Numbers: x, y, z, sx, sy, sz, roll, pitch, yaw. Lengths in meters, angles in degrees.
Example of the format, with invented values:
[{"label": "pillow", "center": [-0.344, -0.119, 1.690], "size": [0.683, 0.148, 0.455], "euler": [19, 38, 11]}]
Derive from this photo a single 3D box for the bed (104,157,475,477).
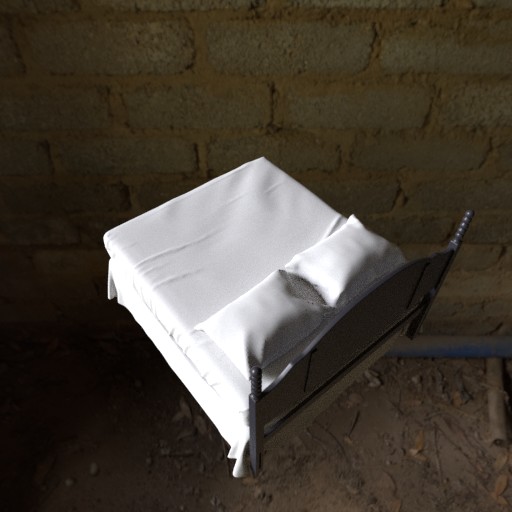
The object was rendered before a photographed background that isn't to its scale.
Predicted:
[{"label": "bed", "center": [0.000, 0.000, 3.236], "size": [1.873, 1.356, 2.040], "euler": [-31, 55, -25]}]
